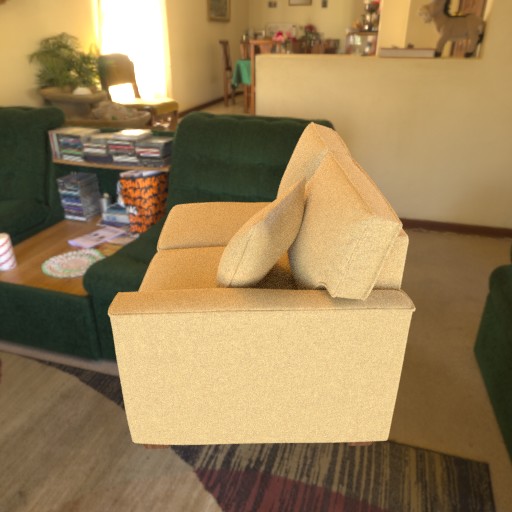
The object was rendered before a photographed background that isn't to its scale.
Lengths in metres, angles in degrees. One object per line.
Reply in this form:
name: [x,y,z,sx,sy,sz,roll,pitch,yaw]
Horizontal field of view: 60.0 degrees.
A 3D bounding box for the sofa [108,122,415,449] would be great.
sofa: [0.000,0.000,2.063,0.991,0.989,1.388,-1,27,-1]
